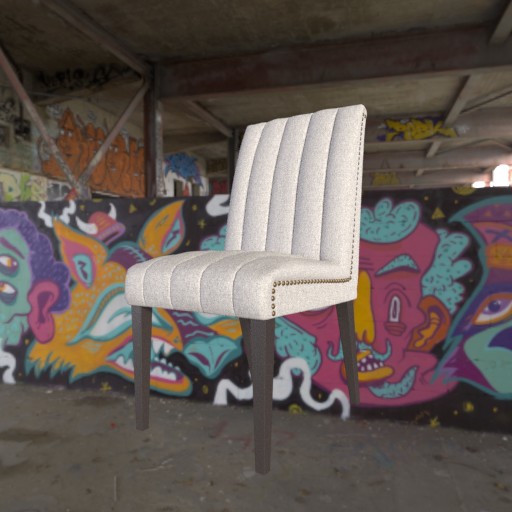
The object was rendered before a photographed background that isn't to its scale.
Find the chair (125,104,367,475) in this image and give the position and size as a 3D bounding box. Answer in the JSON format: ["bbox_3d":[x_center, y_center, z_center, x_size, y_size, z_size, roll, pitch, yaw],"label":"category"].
[{"bbox_3d":[0.000,0.000,1.388,0.511,1.016,0.647,1,1,36],"label":"chair"}]
